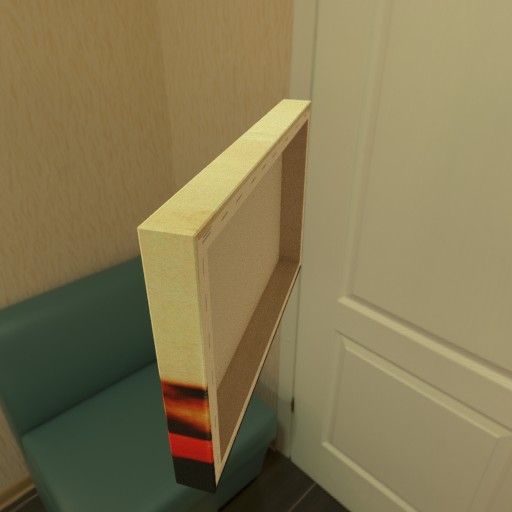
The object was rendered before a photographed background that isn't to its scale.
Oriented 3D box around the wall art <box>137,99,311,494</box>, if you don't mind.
[{"bbox_3d":[0.000,0.000,0.478,0.037,0.251,0.383,8,32,14],"label":"wall art"}]
